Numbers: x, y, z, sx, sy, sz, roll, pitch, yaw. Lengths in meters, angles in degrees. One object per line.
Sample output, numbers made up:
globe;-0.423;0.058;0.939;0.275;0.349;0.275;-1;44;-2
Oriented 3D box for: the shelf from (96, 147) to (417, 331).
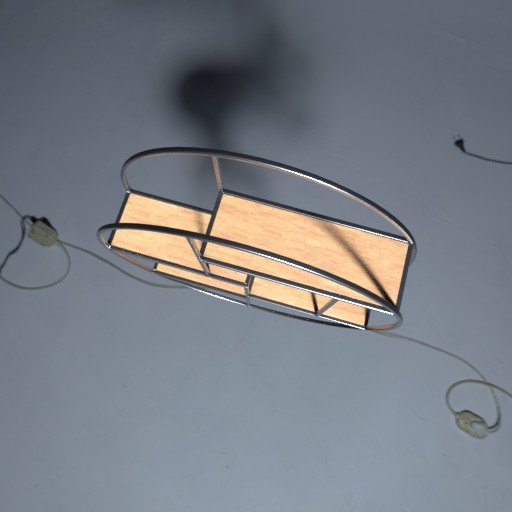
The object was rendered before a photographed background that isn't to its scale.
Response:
shelf;0.000;0.000;1.331;0.888;0.888;0.202;16;77;4
